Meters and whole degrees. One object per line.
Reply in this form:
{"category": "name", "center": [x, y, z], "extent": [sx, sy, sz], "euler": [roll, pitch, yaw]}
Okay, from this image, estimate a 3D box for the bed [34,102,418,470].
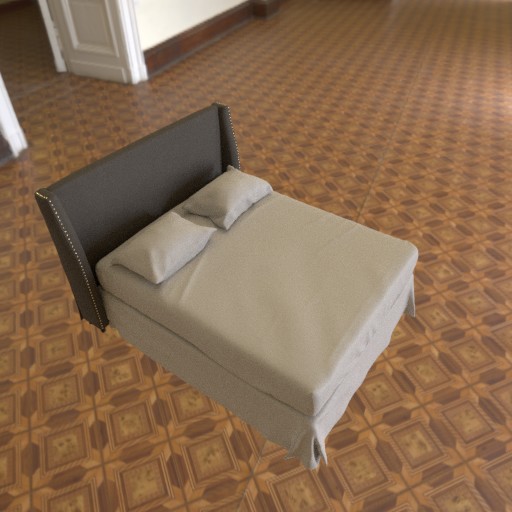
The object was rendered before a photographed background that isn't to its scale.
{"category": "bed", "center": [0.000, 0.000, 3.418], "extent": [2.276, 1.332, 1.925], "euler": [25, 47, 26]}
